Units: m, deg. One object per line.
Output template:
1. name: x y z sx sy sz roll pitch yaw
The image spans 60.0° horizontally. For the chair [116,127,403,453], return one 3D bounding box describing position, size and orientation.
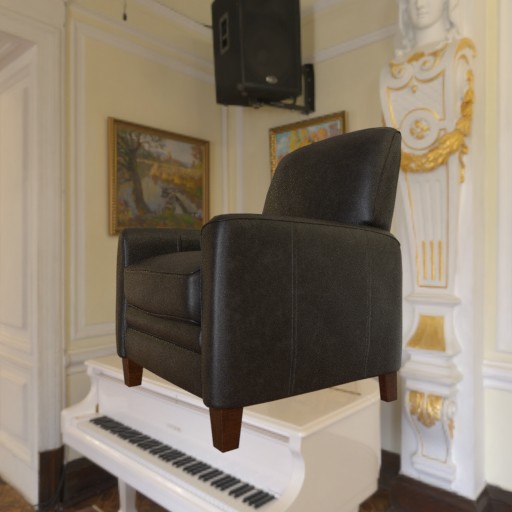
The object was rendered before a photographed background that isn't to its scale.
1. chair: 0.000 0.000 1.659 0.864 1.014 0.848 0 0 -36
